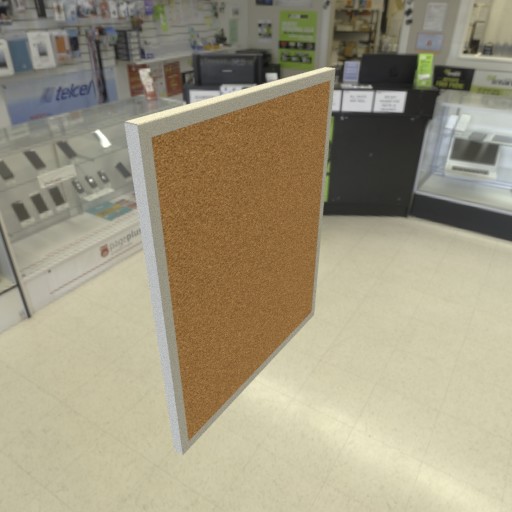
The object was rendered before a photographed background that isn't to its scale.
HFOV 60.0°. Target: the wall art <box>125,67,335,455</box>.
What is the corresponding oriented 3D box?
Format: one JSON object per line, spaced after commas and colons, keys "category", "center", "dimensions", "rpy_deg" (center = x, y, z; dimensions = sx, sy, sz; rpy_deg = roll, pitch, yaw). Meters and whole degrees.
{"category": "wall art", "center": [0.000, 0.000, 0.745], "dimensions": [0.020, 0.536, 0.444], "rpy_deg": [20, 37, 29]}
